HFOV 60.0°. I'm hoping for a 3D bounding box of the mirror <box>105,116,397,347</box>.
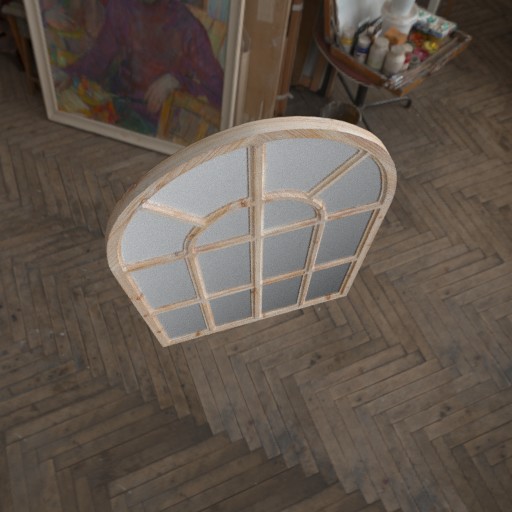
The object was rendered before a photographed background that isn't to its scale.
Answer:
[{"bbox_3d":[0.000,0.000,1.129,0.660,0.920,0.032,-15,64,-7],"label":"mirror"}]
